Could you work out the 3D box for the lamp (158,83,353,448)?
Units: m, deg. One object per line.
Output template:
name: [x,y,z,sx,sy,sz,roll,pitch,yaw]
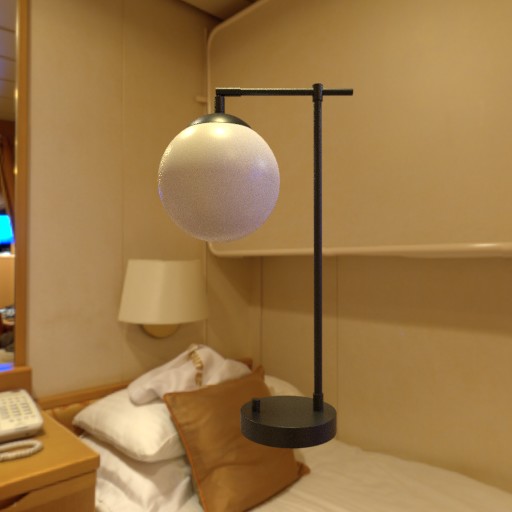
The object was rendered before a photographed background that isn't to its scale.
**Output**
lamp: [0.000,0.000,0.721,0.316,0.559,0.197,0,-1,0]
